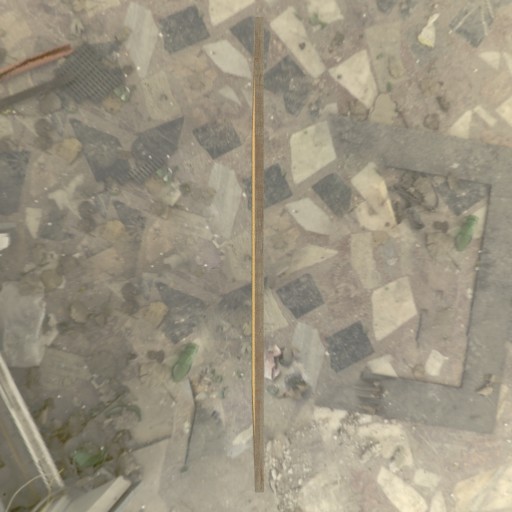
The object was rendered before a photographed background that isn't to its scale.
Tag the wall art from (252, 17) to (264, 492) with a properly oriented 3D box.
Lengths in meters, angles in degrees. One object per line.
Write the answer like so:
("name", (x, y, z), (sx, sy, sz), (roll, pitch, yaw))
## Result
("wall art", (0.000, 0.000, 1.329), (0.019, 0.774, 1.012), (0, 89, -1))
